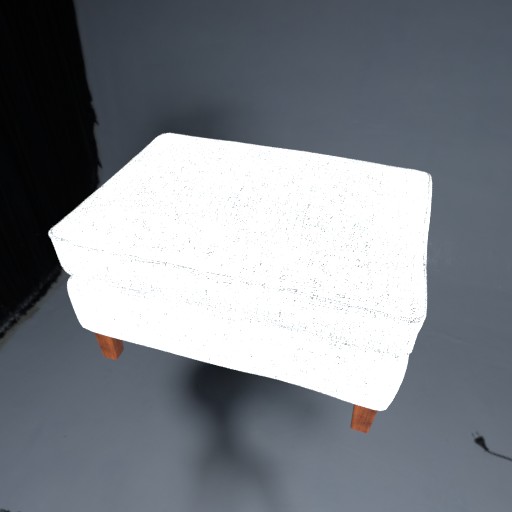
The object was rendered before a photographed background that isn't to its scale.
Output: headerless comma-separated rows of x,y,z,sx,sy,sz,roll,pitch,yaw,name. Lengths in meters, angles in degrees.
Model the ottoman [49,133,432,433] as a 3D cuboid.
0.000,0.000,0.986,0.686,0.406,0.508,12,42,14,ottoman
